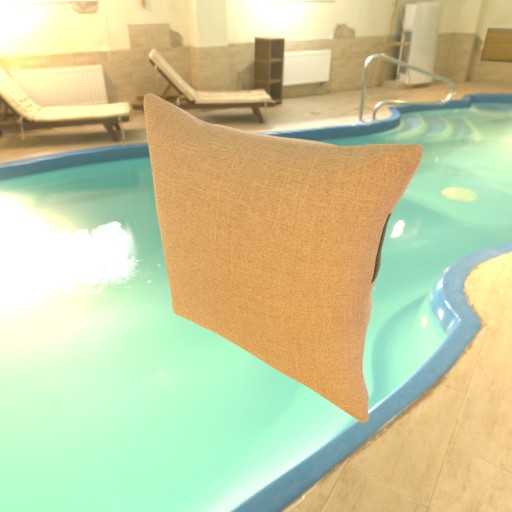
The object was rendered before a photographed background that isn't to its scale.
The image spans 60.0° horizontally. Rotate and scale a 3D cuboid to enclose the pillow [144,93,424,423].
[{"bbox_3d":[0.000,0.000,0.635,0.414,0.399,0.173,23,37,33],"label":"pillow"}]
